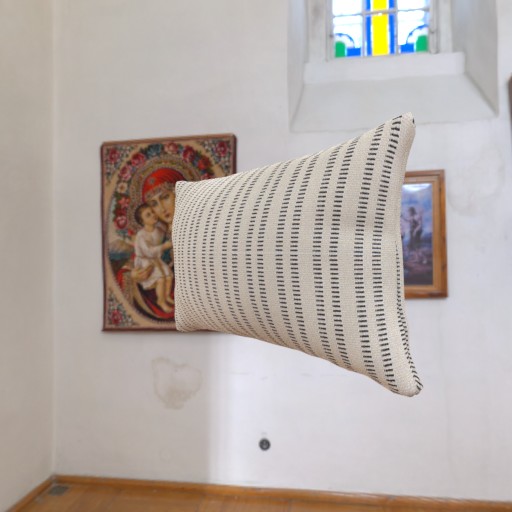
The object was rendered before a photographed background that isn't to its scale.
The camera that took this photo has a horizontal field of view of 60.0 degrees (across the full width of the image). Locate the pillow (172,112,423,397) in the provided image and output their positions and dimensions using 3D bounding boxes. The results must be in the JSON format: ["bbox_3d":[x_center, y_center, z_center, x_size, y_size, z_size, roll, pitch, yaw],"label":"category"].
[{"bbox_3d":[0.000,0.000,0.792,0.210,0.353,0.640,0,0,-37],"label":"pillow"}]
